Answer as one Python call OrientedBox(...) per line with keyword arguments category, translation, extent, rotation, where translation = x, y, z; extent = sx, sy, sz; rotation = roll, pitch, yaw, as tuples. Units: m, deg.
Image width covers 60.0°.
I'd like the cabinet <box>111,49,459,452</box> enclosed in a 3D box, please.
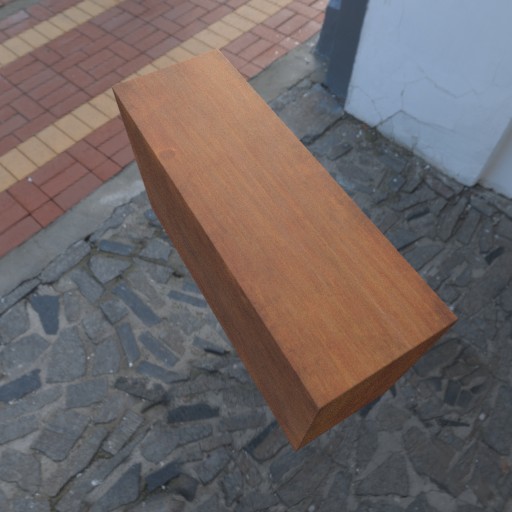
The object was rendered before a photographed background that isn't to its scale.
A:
OrientedBox(category="cabinet", translation=(0.000, 0.000, 1.604), extent=(0.403, 0.805, 1.204), rotation=(-27, 63, -15))
